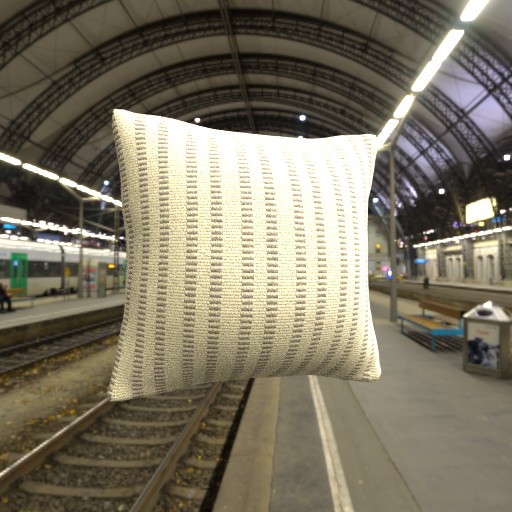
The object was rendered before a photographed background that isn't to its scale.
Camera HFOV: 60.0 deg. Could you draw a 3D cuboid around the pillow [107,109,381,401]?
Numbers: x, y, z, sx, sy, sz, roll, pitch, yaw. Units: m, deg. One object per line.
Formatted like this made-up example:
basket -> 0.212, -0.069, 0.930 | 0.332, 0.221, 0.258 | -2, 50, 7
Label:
pillow -> 0.000, 0.000, 0.693 | 0.438, 0.419, 0.247 | 1, -2, -17
